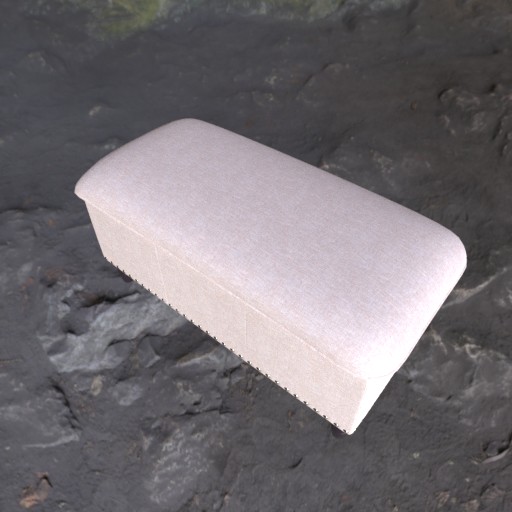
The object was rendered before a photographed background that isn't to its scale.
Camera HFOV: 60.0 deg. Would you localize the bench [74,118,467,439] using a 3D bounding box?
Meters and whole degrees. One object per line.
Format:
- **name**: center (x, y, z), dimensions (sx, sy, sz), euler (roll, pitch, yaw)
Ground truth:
- **bench**: center (0.000, 0.000, 1.263), dimensions (0.991, 0.483, 0.483), euler (30, 52, 26)
